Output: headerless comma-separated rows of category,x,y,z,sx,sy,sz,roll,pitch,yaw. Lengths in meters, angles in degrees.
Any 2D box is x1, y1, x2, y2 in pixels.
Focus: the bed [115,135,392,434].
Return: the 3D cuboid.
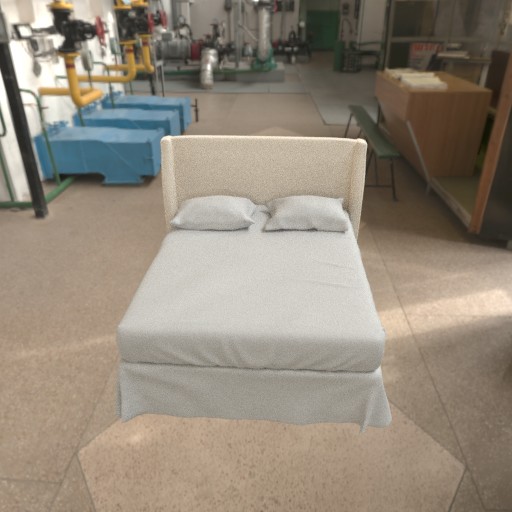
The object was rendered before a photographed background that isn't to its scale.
bed,0.000,0.000,3.523,1.925,1.332,2.276,2,30,3
